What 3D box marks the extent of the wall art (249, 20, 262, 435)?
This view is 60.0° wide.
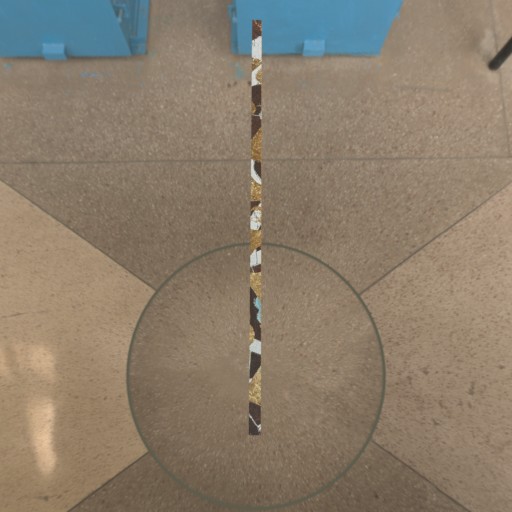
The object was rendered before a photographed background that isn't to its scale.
[{"bbox_3d":[0.000,0.000,0.608,0.010,0.406,0.404,0,76,0],"label":"wall art"}]
